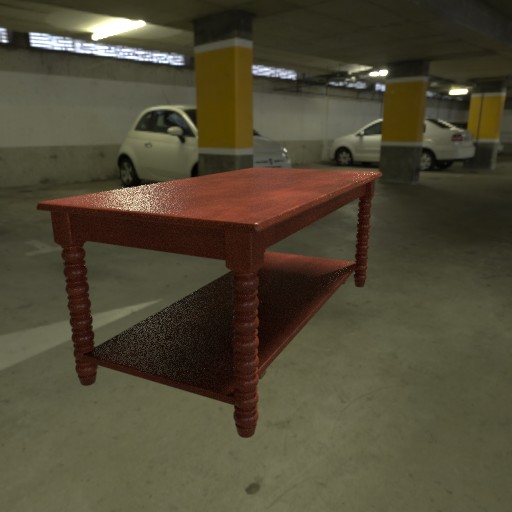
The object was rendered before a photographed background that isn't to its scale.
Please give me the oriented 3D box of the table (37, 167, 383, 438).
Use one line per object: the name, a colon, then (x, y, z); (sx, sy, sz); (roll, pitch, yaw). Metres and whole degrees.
table: (0.000, 0.000, 1.477); (0.580, 0.485, 1.171); (7, 17, 25)
